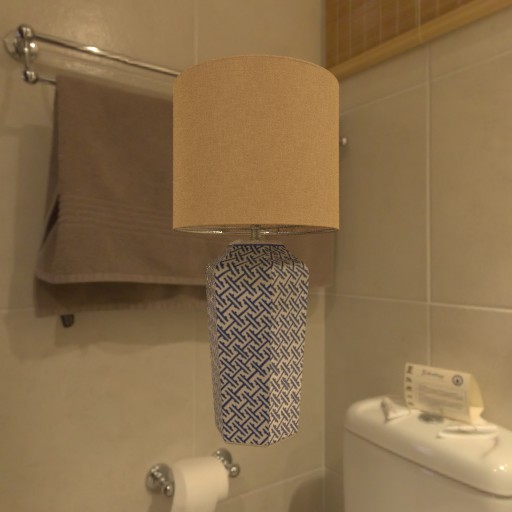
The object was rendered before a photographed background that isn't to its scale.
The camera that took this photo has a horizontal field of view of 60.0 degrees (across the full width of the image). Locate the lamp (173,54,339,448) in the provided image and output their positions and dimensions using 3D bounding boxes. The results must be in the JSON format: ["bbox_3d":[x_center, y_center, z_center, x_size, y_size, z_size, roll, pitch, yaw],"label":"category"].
[{"bbox_3d":[0.000,0.000,0.865,0.320,0.682,0.320,0,-1,18],"label":"lamp"}]
